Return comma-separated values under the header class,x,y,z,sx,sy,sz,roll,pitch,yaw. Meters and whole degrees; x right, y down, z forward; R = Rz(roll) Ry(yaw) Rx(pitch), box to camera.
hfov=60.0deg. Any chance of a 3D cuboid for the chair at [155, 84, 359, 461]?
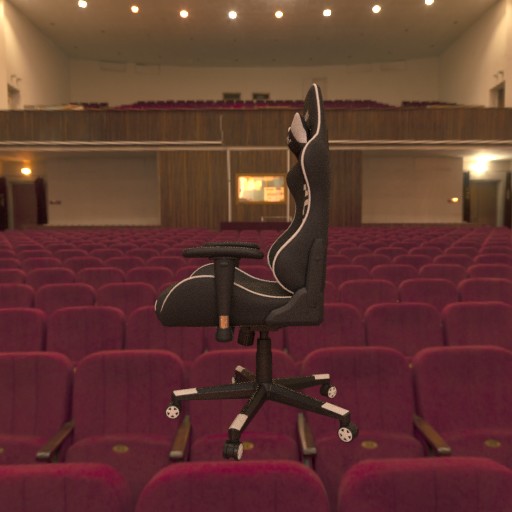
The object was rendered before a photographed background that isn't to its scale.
class,x,y,z,sx,sy,sz,roll,pitch,yaw
chair,0.000,0.000,1.673,0.700,1.240,0.700,0,3,-1
